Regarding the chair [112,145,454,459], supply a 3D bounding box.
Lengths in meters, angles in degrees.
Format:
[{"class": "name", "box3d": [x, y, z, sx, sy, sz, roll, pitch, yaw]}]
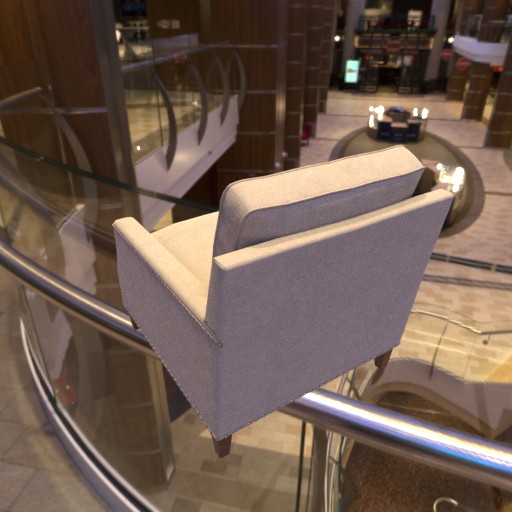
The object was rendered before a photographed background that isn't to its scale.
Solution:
[{"class": "chair", "box3d": [0.000, 0.000, 1.726, 0.853, 0.943, 1.014, -18, 33, -29]}]
